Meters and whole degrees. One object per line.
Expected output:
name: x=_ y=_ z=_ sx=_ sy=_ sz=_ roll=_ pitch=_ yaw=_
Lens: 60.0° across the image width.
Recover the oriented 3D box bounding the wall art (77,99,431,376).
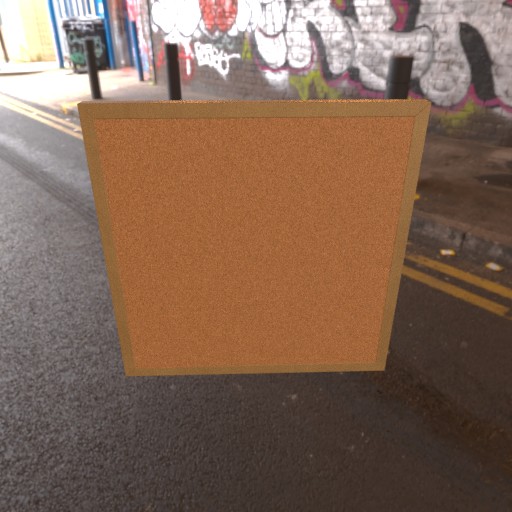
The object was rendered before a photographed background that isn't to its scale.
wall art: x=0.000 y=0.000 z=1.145 sx=0.763 sy=0.763 sz=0.037 roll=-1 pitch=28 yaw=-2
